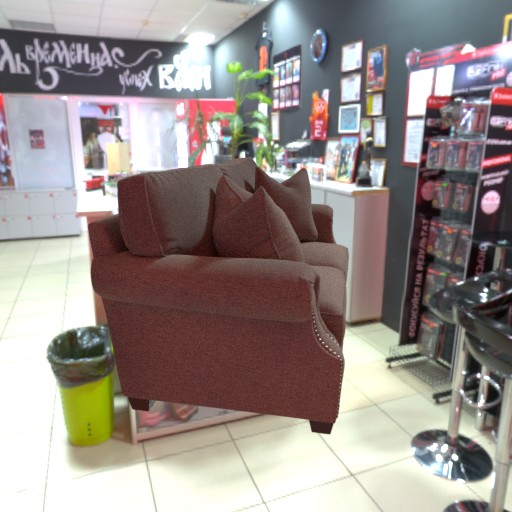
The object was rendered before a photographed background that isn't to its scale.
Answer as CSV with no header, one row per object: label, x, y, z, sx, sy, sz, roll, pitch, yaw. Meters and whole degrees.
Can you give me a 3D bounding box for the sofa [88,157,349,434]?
sofa,0.000,0.000,2.340,0.966,0.966,1.701,3,15,12
